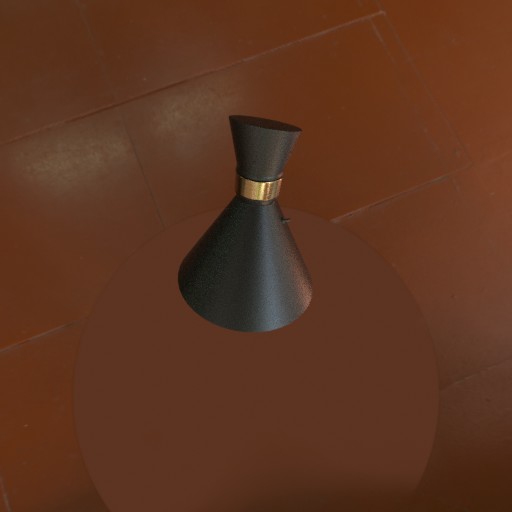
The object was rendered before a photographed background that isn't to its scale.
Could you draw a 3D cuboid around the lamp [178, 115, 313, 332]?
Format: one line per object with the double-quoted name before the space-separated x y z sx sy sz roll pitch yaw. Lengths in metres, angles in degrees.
"lamp" 0.000 0.000 0.759 0.189 0.647 0.292 11 75 3
